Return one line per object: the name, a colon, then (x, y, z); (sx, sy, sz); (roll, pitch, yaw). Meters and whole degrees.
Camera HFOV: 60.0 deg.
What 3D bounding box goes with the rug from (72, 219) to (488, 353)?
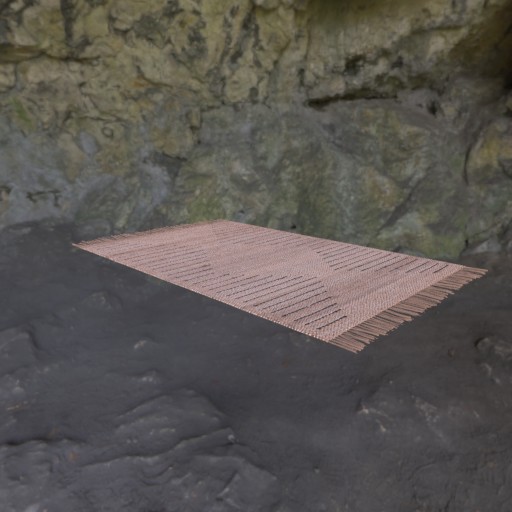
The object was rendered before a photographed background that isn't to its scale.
rug: (0.000, 0.000, 2.502); (2.085, 0.027, 1.224); (14, 21, 43)
